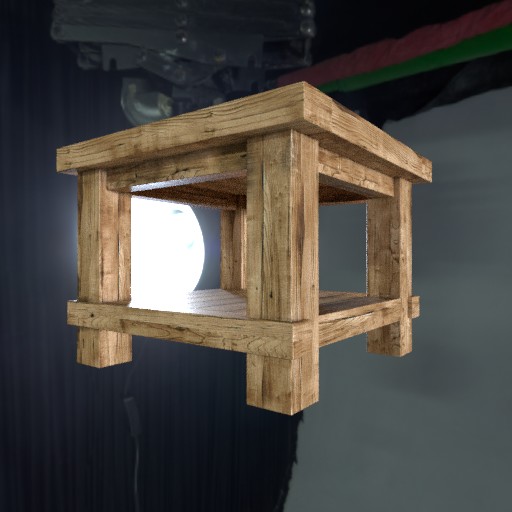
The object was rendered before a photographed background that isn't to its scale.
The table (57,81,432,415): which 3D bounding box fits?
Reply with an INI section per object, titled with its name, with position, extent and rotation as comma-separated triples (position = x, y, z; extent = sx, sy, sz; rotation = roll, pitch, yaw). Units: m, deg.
[table]
position = 0.000, 0.000, 1.009
extent = 0.610, 0.457, 0.610
rotation = 0, 0, 36
